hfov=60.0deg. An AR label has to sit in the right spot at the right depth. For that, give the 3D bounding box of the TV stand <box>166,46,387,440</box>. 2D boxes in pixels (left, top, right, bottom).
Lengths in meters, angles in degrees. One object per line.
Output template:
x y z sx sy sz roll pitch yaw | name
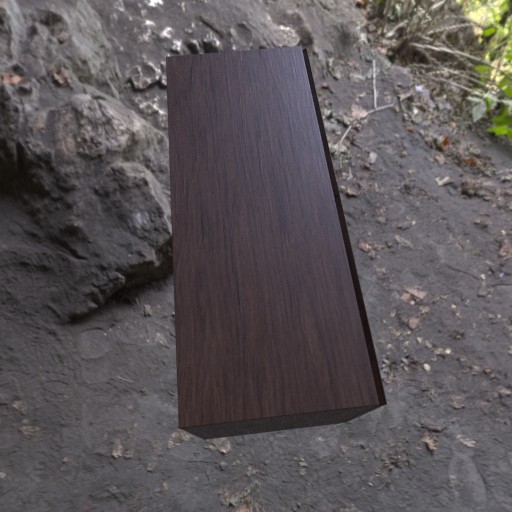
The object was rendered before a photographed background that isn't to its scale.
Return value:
0.000 0.000 1.355 0.405 0.660 0.990 -6 65 -3 | TV stand
